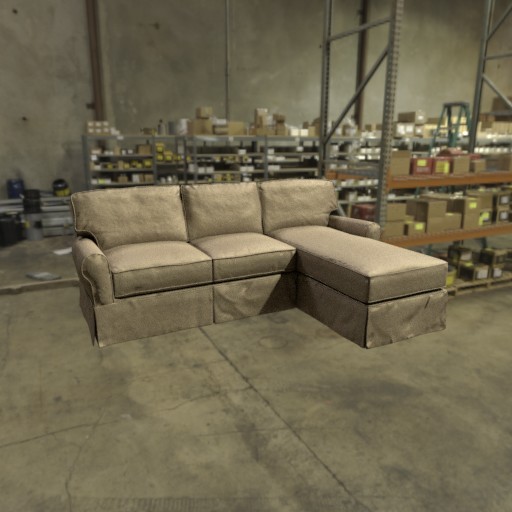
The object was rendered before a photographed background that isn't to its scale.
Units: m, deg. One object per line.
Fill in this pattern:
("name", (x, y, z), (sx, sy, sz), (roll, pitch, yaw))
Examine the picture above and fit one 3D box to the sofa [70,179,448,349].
("sofa", (0.000, 0.000, 3.344), (2.475, 0.978, 1.733), (-7, 17, -26))
